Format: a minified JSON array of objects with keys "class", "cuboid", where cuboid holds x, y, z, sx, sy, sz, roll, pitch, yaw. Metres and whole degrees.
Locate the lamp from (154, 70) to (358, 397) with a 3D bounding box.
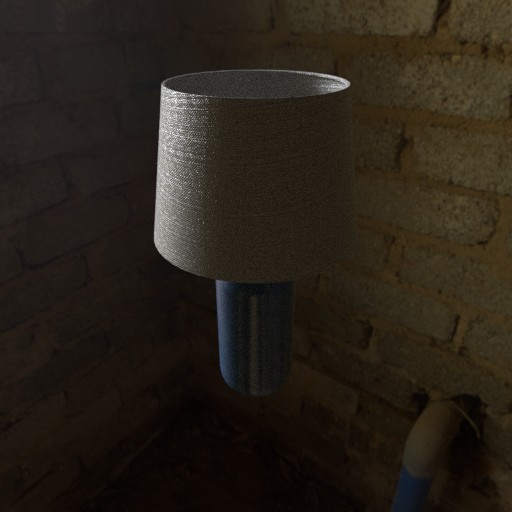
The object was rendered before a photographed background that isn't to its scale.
[{"class":"lamp","cuboid":[0.000,0.000,0.579,0.253,0.428,0.253,0,29,0]}]
